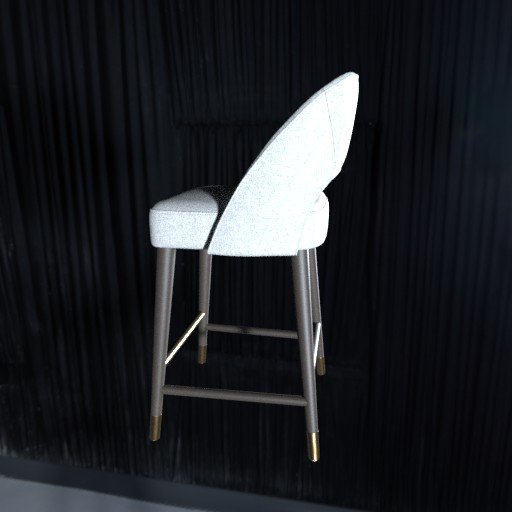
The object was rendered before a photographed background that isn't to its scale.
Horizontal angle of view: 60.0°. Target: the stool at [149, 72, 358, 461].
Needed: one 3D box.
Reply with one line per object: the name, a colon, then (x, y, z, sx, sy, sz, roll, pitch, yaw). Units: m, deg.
stool: (0.000, 0.000, 1.245, 0.509, 0.940, 0.494, 3, 15, 10)
